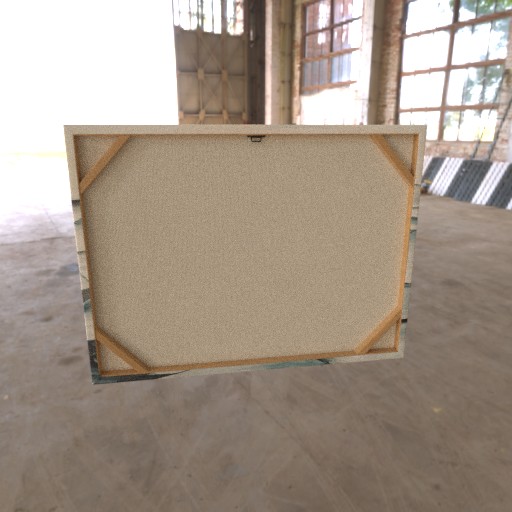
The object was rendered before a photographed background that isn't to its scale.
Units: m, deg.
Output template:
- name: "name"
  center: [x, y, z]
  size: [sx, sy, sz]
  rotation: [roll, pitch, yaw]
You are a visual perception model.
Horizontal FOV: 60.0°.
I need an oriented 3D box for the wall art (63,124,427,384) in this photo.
- name: "wall art"
  center: [0.000, 0.000, 1.609]
  size: [1.219, 0.915, 0.039]
  rotation: [-3, 16, -9]
